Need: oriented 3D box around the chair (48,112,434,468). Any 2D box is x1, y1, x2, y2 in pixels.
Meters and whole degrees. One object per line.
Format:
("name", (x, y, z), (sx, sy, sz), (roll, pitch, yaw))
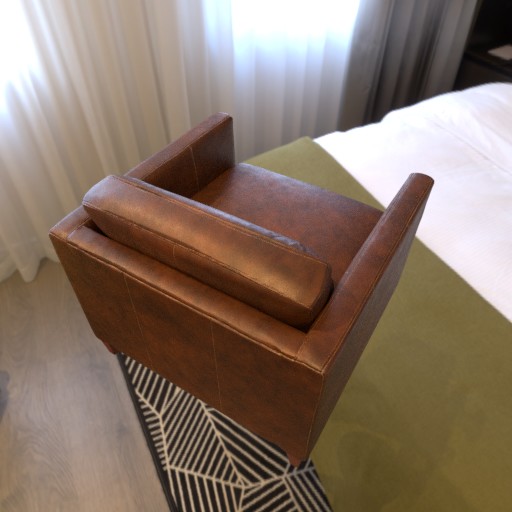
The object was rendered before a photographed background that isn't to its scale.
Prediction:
("chair", (0.000, 0.000, 1.716), (0.990, 0.864, 0.975), (24, 50, 22))
